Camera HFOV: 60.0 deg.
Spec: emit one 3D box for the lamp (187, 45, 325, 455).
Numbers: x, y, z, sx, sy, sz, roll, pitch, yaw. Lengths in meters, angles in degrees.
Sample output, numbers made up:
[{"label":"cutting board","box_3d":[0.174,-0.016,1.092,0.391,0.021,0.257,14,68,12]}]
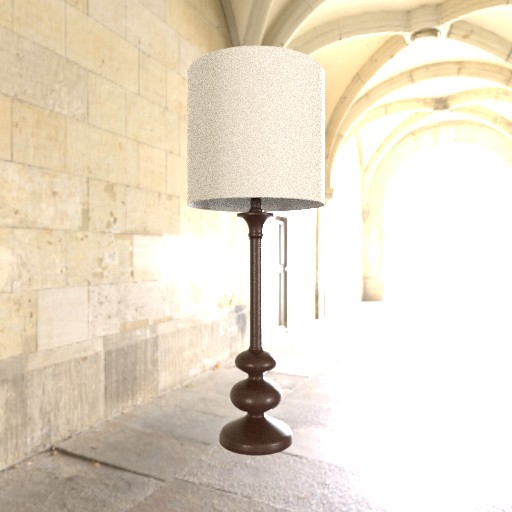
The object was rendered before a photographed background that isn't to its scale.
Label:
[{"label":"lamp","box_3d":[0.000,0.000,0.828,0.254,0.690,0.254,0,0,-19]}]
